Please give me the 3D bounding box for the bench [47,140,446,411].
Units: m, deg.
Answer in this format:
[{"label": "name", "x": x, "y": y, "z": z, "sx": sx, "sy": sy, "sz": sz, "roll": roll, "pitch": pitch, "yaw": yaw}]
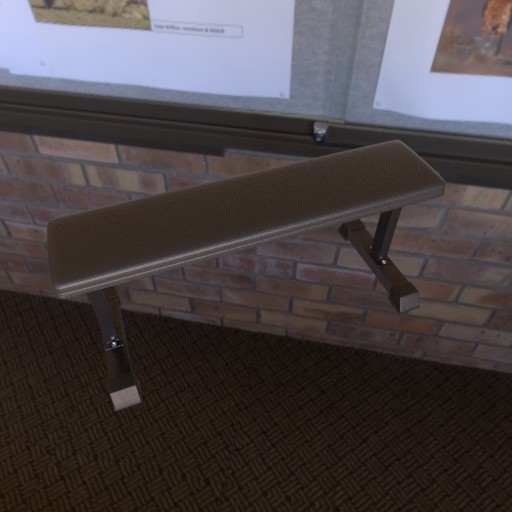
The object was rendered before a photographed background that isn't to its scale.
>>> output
[{"label": "bench", "x": 0.000, "y": 0.000, "z": 1.342, "sx": 1.072, "sy": 0.453, "sz": 0.439, "roll": -16, "pitch": 49, "yaw": -14}]
